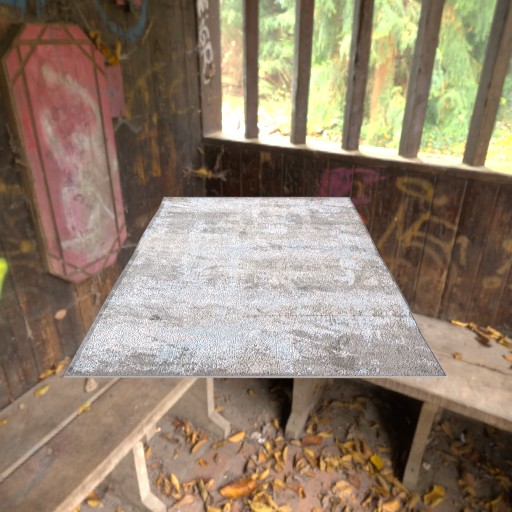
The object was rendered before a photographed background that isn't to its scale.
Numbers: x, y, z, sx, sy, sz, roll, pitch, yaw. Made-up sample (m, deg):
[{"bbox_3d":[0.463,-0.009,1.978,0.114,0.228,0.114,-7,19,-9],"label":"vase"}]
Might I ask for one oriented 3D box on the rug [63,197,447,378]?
[{"bbox_3d":[0.000,0.000,4.219,2.393,0.013,3.307,0,27,0],"label":"rug"}]
